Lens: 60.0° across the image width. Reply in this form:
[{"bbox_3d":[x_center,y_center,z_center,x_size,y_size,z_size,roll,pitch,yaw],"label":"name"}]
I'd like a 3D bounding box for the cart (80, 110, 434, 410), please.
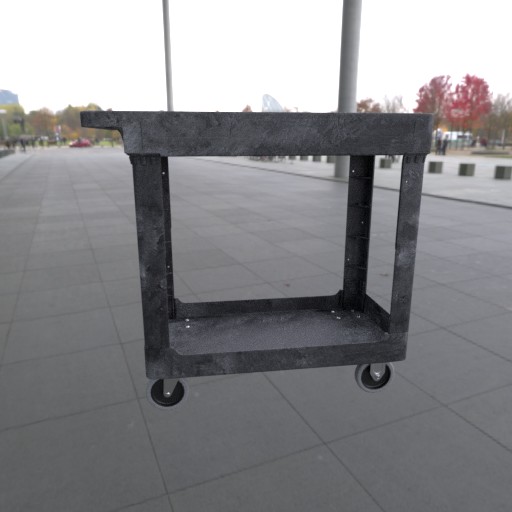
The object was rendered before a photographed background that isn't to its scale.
[{"bbox_3d":[0.000,0.000,1.367,0.877,0.824,0.420,-2,15,-8],"label":"cart"}]
